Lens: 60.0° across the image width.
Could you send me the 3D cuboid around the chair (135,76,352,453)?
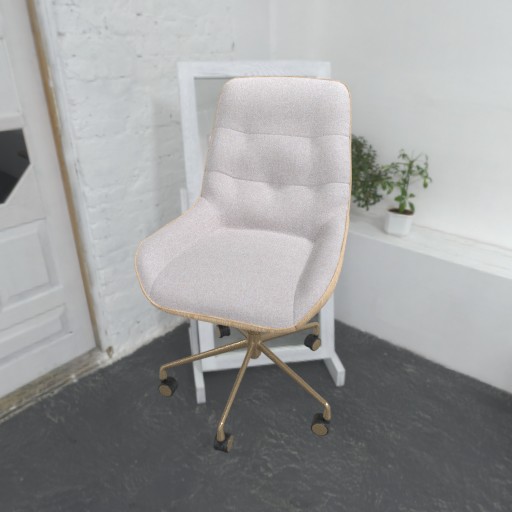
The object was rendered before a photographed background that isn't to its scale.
[{"bbox_3d":[0.000,0.000,1.326,0.564,0.952,0.668,8,28,16],"label":"chair"}]
